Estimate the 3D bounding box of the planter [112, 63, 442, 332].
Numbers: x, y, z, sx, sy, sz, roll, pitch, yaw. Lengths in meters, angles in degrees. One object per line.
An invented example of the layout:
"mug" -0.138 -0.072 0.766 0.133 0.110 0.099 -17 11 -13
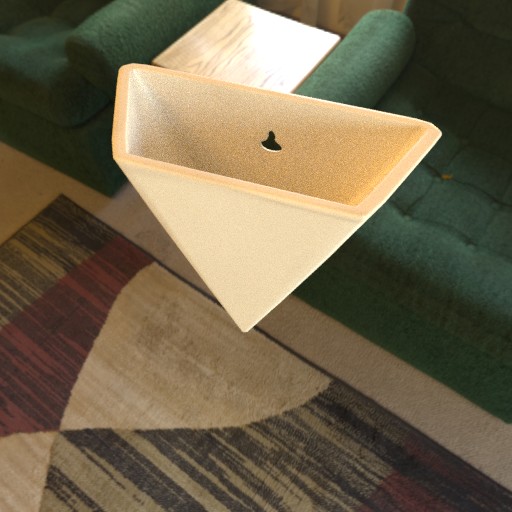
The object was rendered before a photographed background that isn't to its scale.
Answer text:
"planter" 0.000 0.000 0.271 0.150 0.197 0.060 15 60 9
